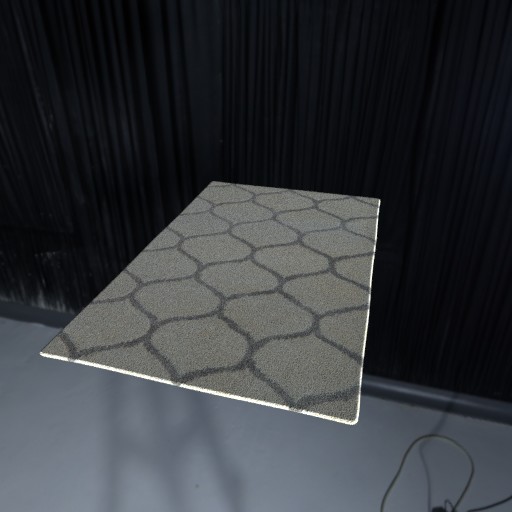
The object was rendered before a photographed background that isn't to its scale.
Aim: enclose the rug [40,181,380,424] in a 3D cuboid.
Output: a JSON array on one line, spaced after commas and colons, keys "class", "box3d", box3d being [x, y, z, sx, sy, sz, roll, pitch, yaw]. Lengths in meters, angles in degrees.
[{"class": "rug", "box3d": [0.000, 0.000, 2.916, 1.501, 0.024, 2.348, 8, 31, 13]}]
